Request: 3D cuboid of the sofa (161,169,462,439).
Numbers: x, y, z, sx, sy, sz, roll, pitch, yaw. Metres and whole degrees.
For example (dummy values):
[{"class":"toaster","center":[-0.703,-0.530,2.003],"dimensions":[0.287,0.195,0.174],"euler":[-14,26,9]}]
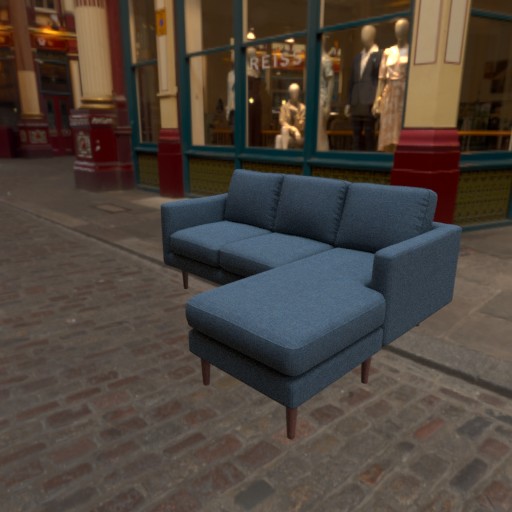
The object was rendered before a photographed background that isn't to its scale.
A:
[{"class":"sofa","center":[0.000,0.000,2.987],"dimensions":[2.055,0.957,1.667],"euler":[16,23,42]}]
